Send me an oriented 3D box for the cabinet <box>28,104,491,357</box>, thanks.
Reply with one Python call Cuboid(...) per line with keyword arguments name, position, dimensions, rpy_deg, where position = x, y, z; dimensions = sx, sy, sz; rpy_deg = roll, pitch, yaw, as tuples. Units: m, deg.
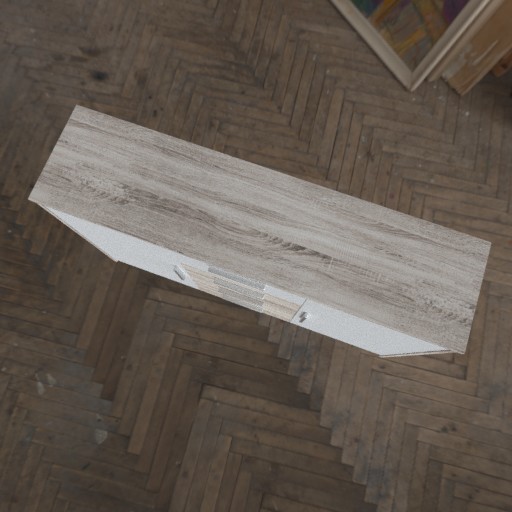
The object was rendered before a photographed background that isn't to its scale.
Cuboid(name="cabinet", position=(0.000, 0.000, 1.858), dimensions=(1.450, 0.900, 0.380), rpy_deg=(19, 77, 5))
